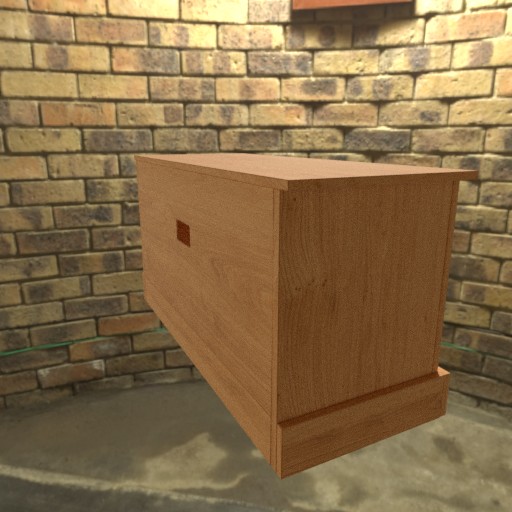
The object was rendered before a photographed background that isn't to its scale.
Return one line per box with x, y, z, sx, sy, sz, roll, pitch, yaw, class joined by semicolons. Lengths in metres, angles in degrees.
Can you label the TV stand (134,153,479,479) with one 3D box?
0.000;0.000;1.306;0.440;0.550;1.080;-8;17;-26;TV stand
